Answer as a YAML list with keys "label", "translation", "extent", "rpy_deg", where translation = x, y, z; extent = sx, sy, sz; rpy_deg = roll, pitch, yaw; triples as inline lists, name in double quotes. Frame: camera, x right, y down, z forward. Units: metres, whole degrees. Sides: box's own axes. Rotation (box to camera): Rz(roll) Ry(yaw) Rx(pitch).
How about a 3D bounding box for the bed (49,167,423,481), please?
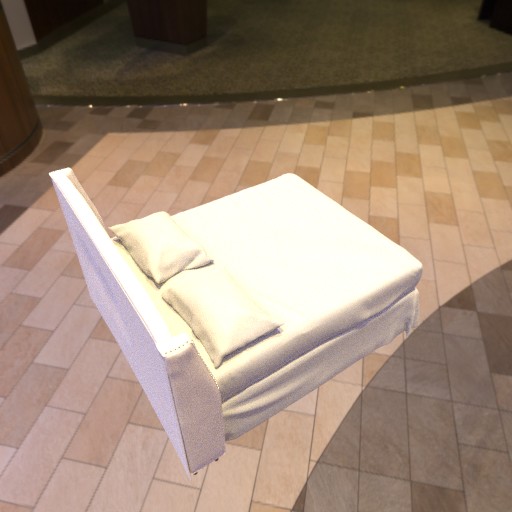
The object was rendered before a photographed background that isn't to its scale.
- label: "bed"
  translation: [0.000, 0.000, 3.422]
  extent: [2.276, 1.332, 1.925]
  rpy_deg: [-24, 46, -25]
